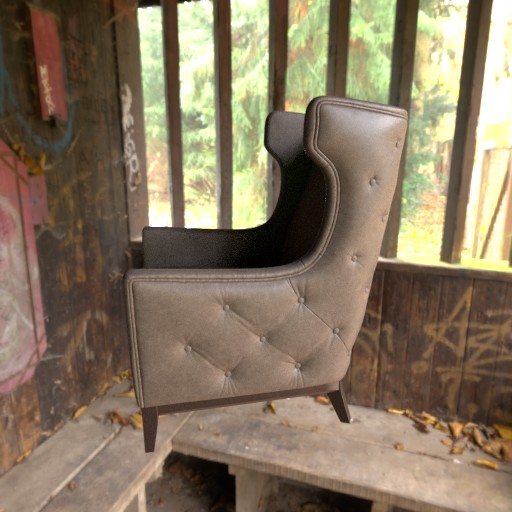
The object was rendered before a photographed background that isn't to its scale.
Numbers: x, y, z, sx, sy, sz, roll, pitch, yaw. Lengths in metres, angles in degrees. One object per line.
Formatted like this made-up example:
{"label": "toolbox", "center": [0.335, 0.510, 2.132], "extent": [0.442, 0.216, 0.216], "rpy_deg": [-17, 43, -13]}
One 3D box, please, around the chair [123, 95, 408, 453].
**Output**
{"label": "chair", "center": [0.000, 0.000, 1.661], "extent": [0.899, 1.079, 0.769], "rpy_deg": [-2, 15, -9]}
